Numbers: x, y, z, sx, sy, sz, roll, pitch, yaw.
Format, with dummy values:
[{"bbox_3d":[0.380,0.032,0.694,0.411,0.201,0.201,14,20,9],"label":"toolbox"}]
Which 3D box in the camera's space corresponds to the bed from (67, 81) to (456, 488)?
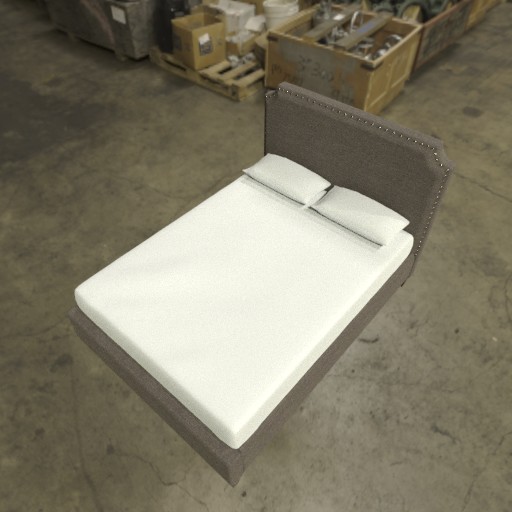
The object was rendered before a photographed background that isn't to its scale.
[{"bbox_3d":[0.000,0.000,3.343,1.713,1.457,2.381,32,54,27],"label":"bed"}]
